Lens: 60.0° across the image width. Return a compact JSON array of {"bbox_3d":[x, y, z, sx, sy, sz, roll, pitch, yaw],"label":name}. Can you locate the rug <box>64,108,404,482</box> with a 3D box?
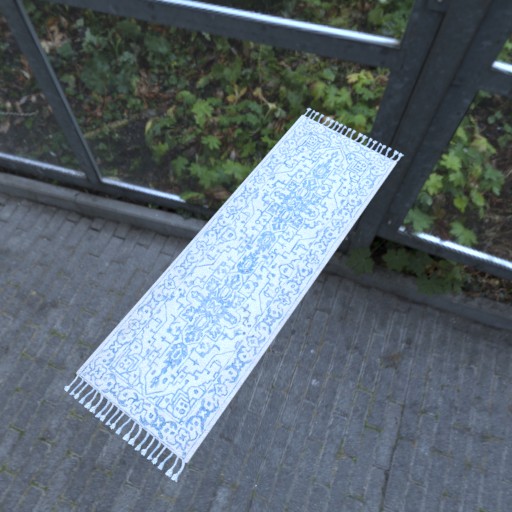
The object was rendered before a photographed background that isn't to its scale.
[{"bbox_3d":[0.000,0.000,2.682,0.774,0.011,2.449,32,67,15],"label":"rug"}]
